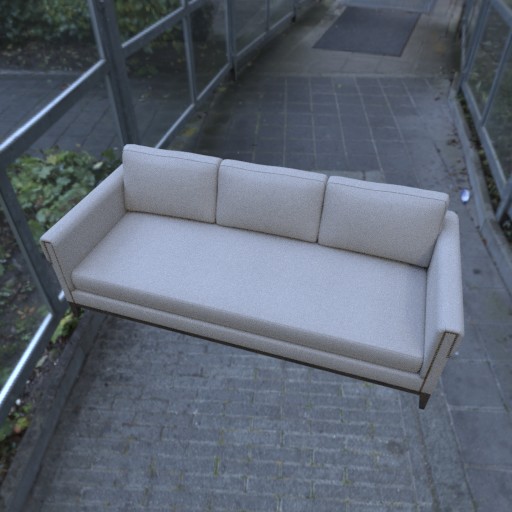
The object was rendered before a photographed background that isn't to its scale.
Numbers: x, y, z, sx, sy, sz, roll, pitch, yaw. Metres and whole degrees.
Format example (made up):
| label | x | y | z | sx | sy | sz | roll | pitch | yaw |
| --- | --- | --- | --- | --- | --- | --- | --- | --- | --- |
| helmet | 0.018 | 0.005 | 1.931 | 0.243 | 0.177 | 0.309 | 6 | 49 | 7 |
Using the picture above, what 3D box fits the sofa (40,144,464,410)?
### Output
| label | x | y | z | sx | sy | sz | roll | pitch | yaw |
| --- | --- | --- | --- | --- | --- | --- | --- | --- | --- |
| sofa | 0.000 | 0.000 | 2.662 | 2.210 | 0.838 | 0.959 | 12 | 42 | 13 |
